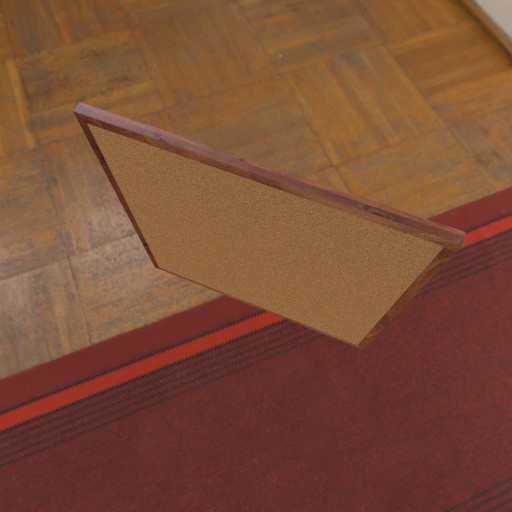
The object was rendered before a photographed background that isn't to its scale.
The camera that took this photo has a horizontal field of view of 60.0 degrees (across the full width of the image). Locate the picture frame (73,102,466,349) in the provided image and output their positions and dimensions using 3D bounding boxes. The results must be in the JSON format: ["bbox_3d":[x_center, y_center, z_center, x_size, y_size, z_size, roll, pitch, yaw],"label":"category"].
[{"bbox_3d":[0.000,0.000,1.228,0.810,0.817,0.029,21,67,9],"label":"picture frame"}]
